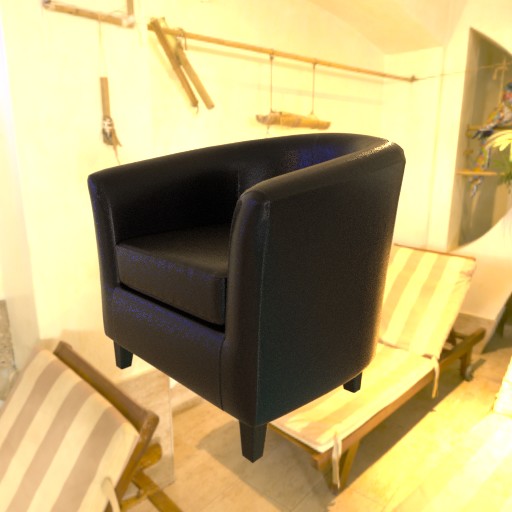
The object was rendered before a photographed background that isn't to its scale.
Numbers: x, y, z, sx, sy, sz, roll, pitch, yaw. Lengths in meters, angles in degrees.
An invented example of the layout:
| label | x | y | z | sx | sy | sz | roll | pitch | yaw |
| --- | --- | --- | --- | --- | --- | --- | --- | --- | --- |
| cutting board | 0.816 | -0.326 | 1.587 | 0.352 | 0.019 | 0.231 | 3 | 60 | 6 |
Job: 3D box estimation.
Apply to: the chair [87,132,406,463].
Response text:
| label | x | y | z | sx | sy | sz | roll | pitch | yaw |
| --- | --- | --- | --- | --- | --- | --- | --- | --- | --- |
| chair | 0.000 | 0.000 | 1.385 | 0.727 | 0.756 | 0.793 | -13 | 19 | -43 |
